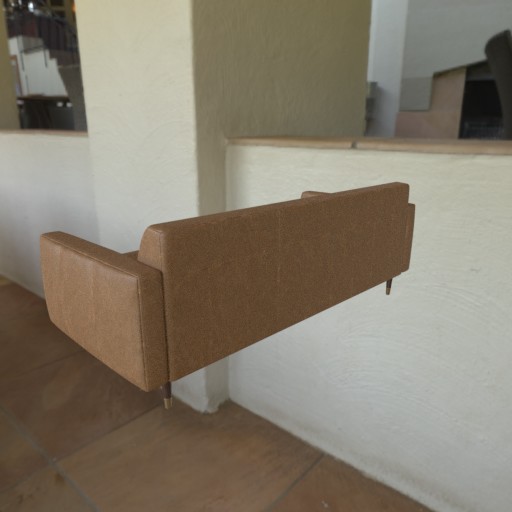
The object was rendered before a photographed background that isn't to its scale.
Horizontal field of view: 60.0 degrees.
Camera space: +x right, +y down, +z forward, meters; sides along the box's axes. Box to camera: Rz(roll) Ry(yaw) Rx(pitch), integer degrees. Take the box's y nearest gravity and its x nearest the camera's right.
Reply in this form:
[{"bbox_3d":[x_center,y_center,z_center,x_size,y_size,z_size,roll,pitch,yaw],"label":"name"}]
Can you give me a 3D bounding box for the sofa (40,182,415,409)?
[{"bbox_3d":[0.000,0.000,2.761,0.990,0.821,2.291,16,23,43],"label":"sofa"}]
